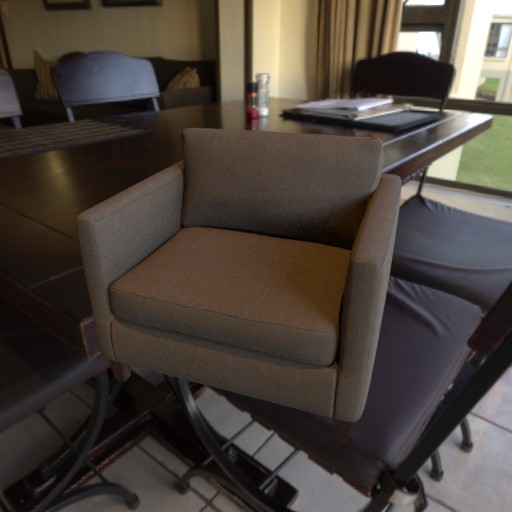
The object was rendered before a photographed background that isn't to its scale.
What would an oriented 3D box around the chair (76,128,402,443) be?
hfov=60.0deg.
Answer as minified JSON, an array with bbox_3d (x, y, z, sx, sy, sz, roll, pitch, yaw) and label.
[{"bbox_3d":[0.000,0.000,1.908,1.107,0.963,0.959,9,28,17],"label":"chair"}]
